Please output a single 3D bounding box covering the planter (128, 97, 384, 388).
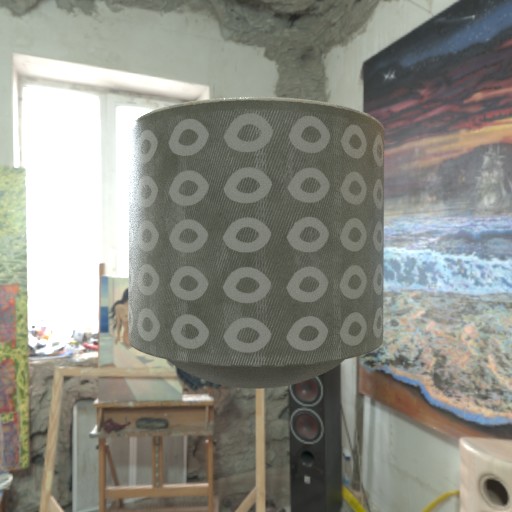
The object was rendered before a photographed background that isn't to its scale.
[{"bbox_3d":[0.000,0.000,0.452,0.250,0.239,0.250,0,1,0],"label":"planter"}]
